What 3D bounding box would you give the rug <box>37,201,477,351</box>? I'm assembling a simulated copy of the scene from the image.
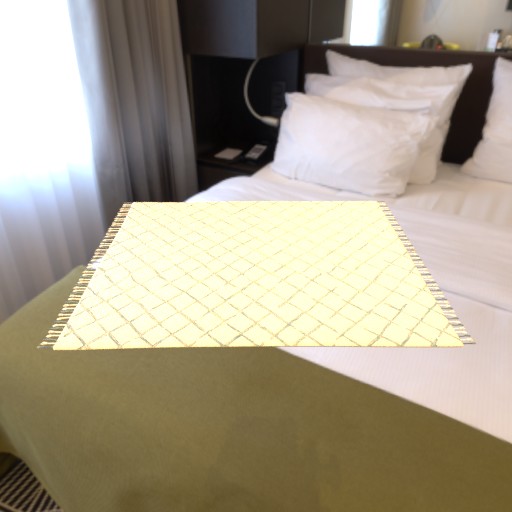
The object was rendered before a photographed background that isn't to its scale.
[{"bbox_3d":[0.000,0.000,4.820,3.585,0.036,2.892,0,31,-1],"label":"rug"}]
